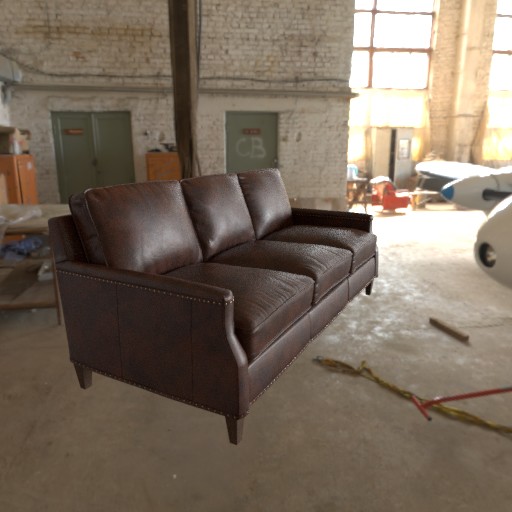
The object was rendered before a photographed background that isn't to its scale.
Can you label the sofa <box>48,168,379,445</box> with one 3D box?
[{"bbox_3d":[0.000,0.000,2.830,1.084,1.003,2.240,8,16,28],"label":"sofa"}]
